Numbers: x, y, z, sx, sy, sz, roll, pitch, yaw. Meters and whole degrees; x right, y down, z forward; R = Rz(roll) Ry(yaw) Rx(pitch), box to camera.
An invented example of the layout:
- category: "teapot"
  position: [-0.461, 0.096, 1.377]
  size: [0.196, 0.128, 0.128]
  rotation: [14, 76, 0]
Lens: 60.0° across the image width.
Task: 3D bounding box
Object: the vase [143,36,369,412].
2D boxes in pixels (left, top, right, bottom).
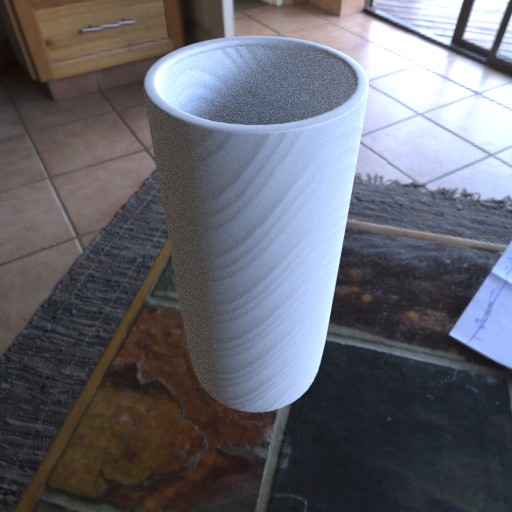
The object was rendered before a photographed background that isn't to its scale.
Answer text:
- category: "vase"
  position: [0.000, 0.000, 0.384]
  size: [0.143, 0.316, 0.143]
  rotation: [0, 45, 0]
